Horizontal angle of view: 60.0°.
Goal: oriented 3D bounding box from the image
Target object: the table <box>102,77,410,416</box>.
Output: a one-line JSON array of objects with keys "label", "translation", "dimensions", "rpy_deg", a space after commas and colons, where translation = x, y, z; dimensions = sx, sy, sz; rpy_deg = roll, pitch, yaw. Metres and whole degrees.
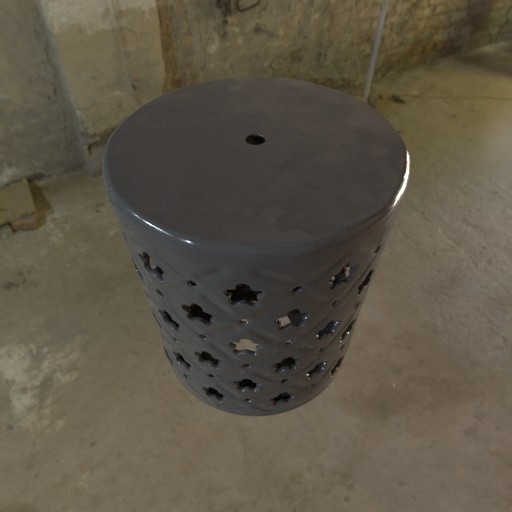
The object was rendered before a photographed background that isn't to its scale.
[{"label": "table", "translation": [0.000, 0.000, 0.647], "dimensions": [0.352, 0.387, 0.352], "rpy_deg": [0, 46, 0]}]
